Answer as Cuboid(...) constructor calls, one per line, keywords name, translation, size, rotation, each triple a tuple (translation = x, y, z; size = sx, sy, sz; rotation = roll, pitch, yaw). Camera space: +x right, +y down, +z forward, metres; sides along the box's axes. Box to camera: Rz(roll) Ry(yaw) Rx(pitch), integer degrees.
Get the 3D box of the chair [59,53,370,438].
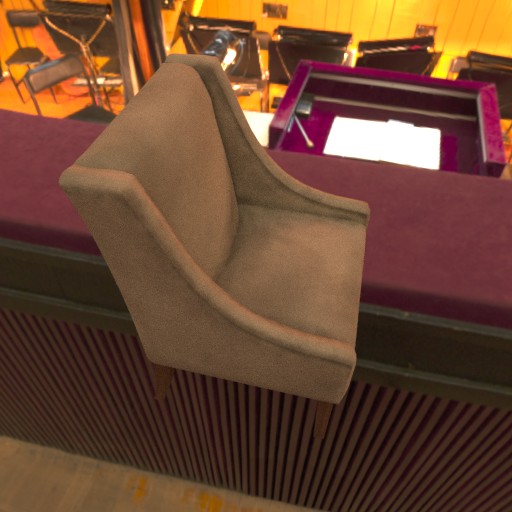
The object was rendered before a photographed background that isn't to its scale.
Cuboid(name="chair", translation=(0.000, 0.000, 1.292), size=(0.629, 0.895, 0.629), rotation=(10, 47, 9))
